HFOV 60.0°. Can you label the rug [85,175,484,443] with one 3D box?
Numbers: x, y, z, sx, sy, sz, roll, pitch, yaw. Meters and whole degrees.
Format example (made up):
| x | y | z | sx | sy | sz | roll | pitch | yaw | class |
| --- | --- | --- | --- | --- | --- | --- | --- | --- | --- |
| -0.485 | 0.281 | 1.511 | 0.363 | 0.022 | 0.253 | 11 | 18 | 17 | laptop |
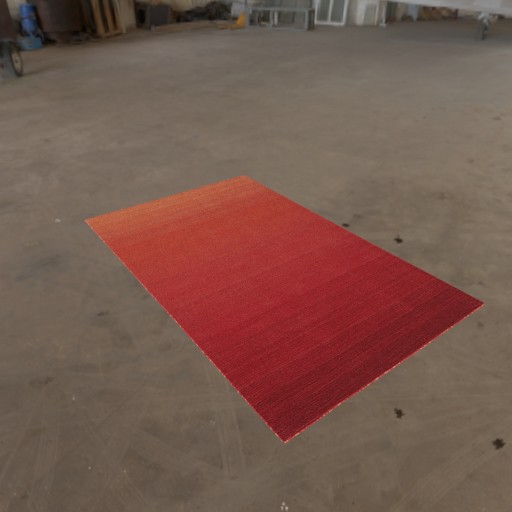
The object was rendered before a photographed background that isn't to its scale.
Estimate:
| x | y | z | sx | sy | sz | roll | pitch | yaw | class |
| --- | --- | --- | --- | --- | --- | --- | --- | --- | --- |
| 0.000 | 0.000 | 3.035 | 1.531 | 0.010 | 2.442 | -22 | 39 | -30 | rug |
